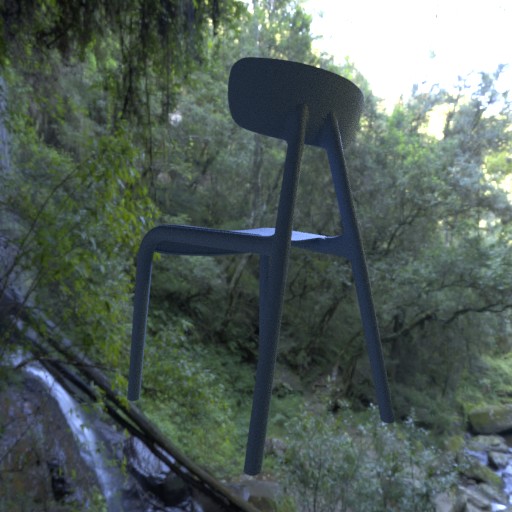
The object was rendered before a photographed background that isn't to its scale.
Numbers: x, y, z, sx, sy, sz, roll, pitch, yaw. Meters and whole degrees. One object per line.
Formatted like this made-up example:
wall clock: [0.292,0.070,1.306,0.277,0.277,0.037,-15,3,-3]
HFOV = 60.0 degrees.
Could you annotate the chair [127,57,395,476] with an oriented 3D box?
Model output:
chair: [0.000,0.000,0.834,0.356,0.580,0.401,-1,1,-37]
